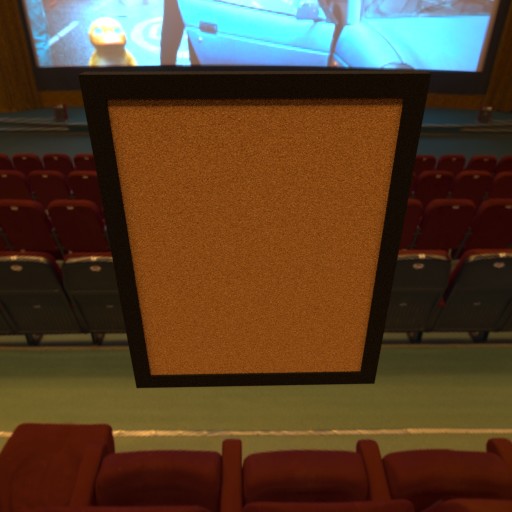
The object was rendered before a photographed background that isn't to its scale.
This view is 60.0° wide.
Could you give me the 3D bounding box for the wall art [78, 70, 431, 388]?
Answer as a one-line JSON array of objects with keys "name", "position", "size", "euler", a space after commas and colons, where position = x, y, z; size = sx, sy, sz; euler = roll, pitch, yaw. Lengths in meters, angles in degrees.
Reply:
[{"name": "wall art", "position": [0.000, 0.000, 0.725], "size": [0.457, 0.559, 0.029], "euler": [-1, 30, -1]}]
